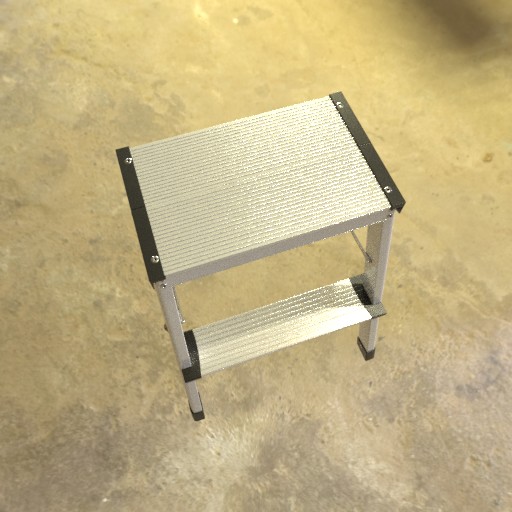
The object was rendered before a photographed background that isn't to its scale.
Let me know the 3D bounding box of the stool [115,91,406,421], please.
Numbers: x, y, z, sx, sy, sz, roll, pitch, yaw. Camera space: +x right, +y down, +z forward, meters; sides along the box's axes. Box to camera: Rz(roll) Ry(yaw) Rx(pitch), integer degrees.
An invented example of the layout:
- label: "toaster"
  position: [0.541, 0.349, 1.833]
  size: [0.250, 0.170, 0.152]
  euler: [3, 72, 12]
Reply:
- label: "stool"
  position: [0.000, 0.000, 0.792]
  size: [0.404, 0.480, 0.405]
  euler: [-17, 65, -8]
